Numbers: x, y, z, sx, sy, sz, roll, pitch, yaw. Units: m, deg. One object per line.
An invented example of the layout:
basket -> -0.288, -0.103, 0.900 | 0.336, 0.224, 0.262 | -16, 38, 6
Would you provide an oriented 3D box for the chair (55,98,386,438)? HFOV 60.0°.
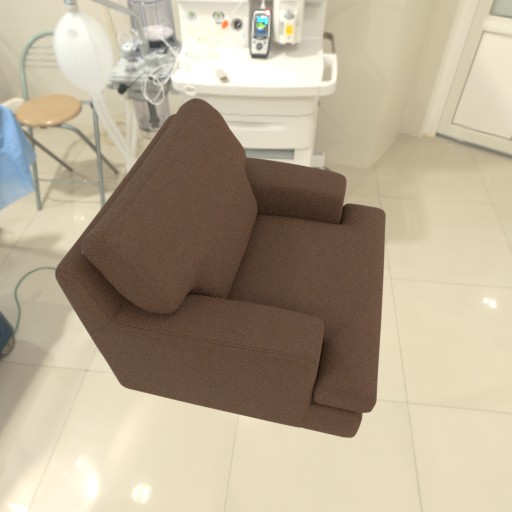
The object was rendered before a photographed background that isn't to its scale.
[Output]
chair -> 0.000, 0.000, 1.973 | 1.143, 0.940, 1.168 | 10, 47, 9
